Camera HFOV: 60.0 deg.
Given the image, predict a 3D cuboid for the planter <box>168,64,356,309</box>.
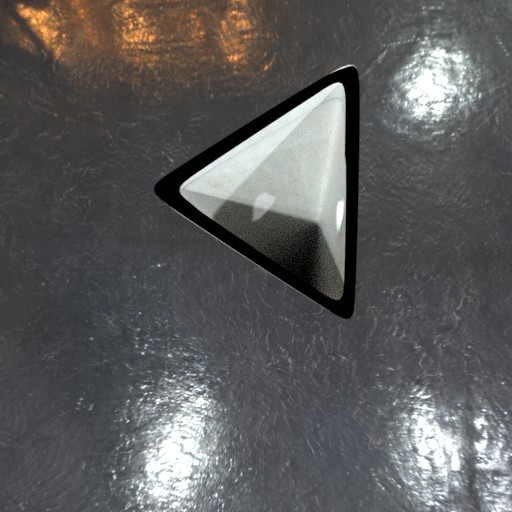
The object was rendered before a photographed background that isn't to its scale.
[{"bbox_3d":[0.000,0.000,0.156,0.047,0.130,0.058,2,76,0],"label":"planter"}]
